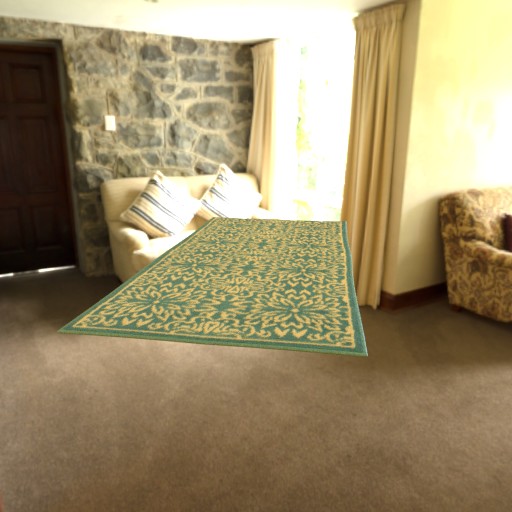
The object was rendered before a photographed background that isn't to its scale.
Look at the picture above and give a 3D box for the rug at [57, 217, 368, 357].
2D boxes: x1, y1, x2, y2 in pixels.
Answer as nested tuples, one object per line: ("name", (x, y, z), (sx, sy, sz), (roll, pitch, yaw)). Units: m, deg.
("rug", (0.000, 0.000, 1.414), (0.604, 0.007, 1.219), (3, 16, 9))
